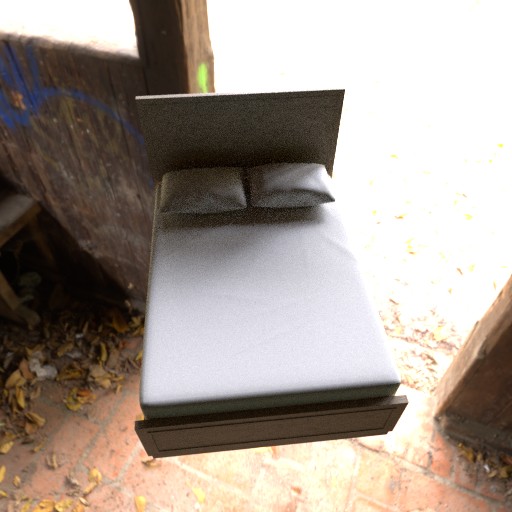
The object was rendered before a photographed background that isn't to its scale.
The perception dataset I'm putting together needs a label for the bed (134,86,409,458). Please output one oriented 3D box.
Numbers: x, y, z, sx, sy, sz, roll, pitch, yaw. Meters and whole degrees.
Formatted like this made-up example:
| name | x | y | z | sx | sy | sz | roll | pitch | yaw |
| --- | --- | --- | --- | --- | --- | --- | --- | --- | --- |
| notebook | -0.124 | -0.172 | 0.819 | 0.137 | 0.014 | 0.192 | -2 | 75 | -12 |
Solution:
| name | x | y | z | sx | sy | sz | roll | pitch | yaw |
| --- | --- | --- | --- | --- | --- | --- | --- | --- | --- |
| bed | 0.000 | 0.000 | 3.167 | 1.606 | 1.369 | 2.189 | -4 | 47 | -4 |
